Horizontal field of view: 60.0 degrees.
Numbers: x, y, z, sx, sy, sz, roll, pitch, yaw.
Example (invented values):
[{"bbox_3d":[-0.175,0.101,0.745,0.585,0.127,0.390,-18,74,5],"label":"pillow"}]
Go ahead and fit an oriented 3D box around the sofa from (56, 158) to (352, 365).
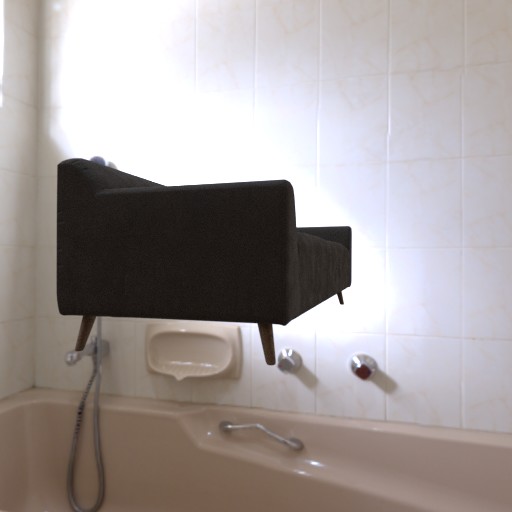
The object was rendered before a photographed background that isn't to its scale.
[{"bbox_3d":[0.000,0.000,2.563,0.900,0.740,2.190,0,-1,17],"label":"sofa"}]
